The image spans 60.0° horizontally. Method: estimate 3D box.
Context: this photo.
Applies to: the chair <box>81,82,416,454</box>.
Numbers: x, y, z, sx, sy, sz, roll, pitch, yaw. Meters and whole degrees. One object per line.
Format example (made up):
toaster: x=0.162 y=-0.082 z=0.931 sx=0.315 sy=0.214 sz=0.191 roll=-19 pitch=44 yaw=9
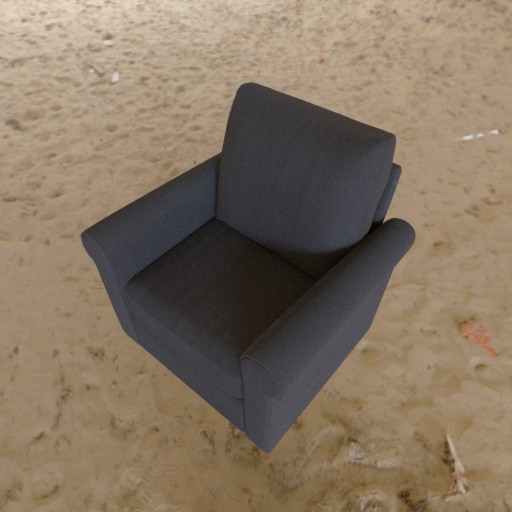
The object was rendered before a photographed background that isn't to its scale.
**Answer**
chair: x=0.000 y=0.000 z=1.601 sx=0.867 sy=0.942 sz=0.828 roll=31 pitch=53 yaw=27
